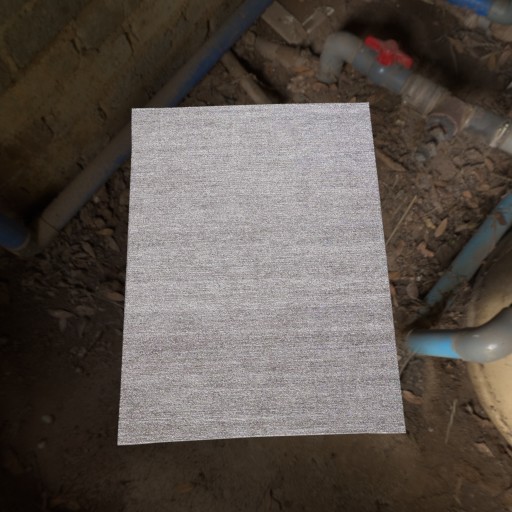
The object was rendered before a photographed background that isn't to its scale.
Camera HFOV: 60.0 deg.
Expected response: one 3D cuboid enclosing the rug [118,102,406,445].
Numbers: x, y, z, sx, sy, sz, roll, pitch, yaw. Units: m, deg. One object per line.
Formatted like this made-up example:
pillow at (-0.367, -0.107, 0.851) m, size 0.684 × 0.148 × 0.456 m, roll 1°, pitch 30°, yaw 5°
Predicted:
rug at (0.000, 0.000, 4.129) m, size 2.434 × 0.045 × 3.202 m, roll -2°, pitch 75°, yaw 0°
